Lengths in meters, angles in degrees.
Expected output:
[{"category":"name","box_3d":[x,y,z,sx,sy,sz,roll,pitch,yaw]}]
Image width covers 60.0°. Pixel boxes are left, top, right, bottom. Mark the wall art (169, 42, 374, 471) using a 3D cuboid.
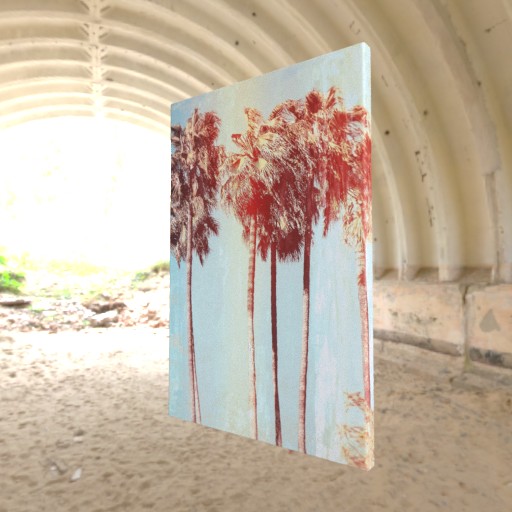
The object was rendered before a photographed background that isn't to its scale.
[{"category":"wall art","box_3d":[0.000,0.000,1.132,0.605,0.915,0.037,-1,-3,36]}]
